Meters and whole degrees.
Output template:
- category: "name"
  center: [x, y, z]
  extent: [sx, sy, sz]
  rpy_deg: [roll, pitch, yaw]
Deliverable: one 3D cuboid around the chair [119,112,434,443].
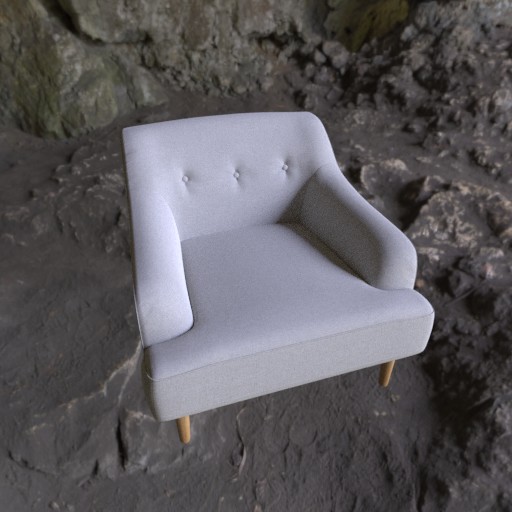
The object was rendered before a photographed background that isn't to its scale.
- category: "chair"
  center: [0.000, 0.000, 1.653]
  extent: [0.946, 0.818, 0.951]
  rpy_deg: [-10, 34, -15]
